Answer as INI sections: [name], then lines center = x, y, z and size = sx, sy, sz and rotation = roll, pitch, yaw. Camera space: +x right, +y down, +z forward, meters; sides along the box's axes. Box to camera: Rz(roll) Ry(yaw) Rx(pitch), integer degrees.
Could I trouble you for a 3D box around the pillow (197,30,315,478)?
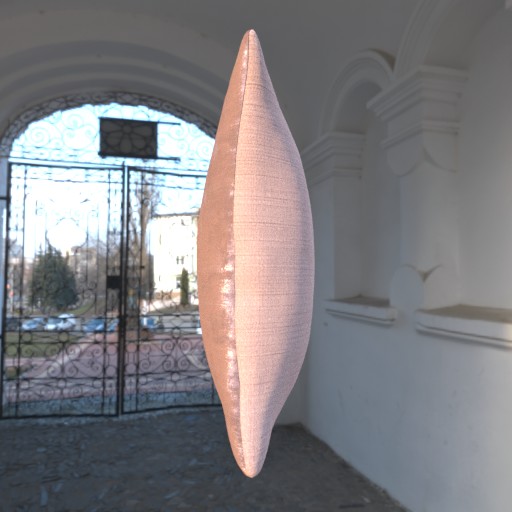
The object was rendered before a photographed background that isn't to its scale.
[pillow]
center = 0.000, 0.000, 0.682
size = 0.175, 0.464, 0.470
rotation = 0, -3, 1
